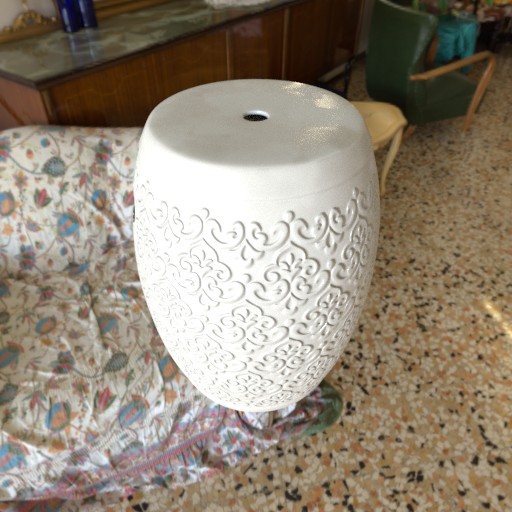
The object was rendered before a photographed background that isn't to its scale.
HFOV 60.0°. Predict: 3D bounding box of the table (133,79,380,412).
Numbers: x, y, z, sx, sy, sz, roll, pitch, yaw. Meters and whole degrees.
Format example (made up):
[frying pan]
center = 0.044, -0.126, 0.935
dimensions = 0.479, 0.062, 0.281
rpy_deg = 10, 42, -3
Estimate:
[table]
center = 0.000, 0.000, 0.600
dimensions = 0.309, 0.397, 0.309
rpy_deg = 0, 40, 0
